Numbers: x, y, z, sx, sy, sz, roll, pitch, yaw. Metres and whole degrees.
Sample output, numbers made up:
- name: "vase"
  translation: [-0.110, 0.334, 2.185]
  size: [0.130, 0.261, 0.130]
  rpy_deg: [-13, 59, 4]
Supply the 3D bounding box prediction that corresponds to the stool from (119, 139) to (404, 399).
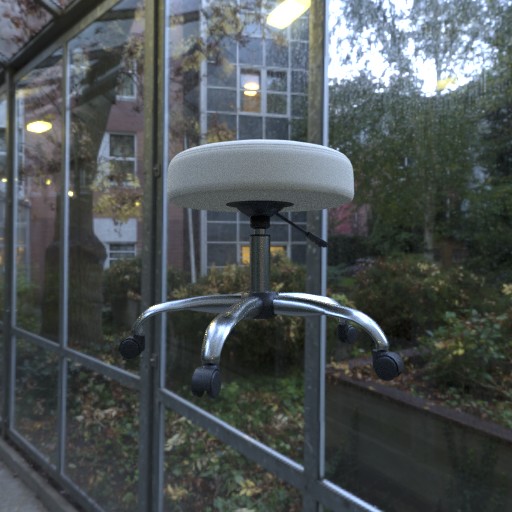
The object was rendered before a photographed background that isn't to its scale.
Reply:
- name: "stool"
  translation: [0.000, 0.000, 1.073]
  size: [0.634, 0.482, 0.614]
  rpy_deg: [0, 0, -18]
